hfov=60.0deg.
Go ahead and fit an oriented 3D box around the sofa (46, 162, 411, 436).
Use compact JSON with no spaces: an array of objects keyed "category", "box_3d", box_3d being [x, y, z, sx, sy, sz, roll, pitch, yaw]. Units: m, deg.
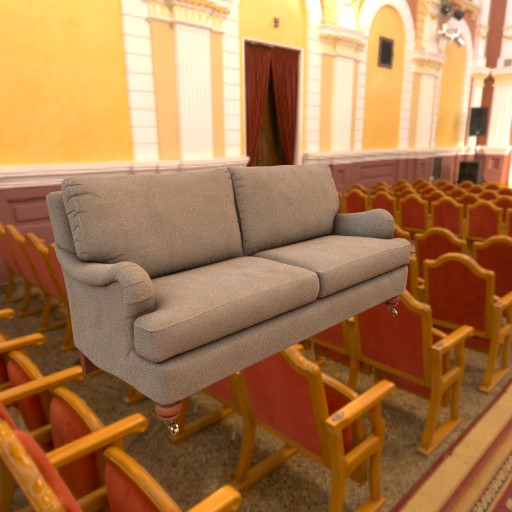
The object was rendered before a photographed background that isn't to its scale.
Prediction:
[{"category":"sofa","box_3d":[0.000,0.000,2.816,2.193,1.096,1.069,-14,21,-42]}]
